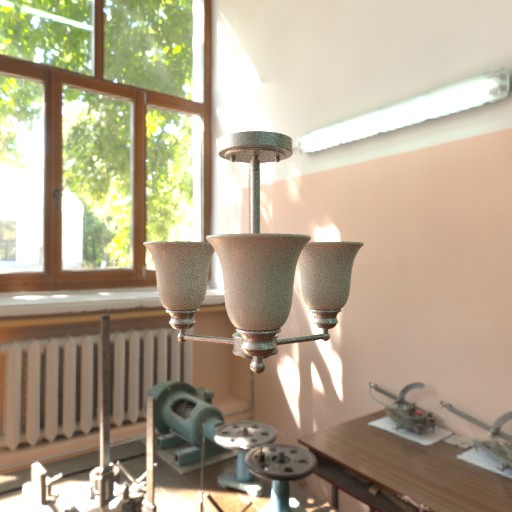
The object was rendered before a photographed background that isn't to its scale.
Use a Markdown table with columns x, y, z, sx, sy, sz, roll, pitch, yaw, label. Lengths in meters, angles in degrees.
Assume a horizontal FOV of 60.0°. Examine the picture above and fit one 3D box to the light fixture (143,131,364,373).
| x | y | z | sx | sy | sz | roll | pitch | yaw | label |
| --- | --- | --- | --- | --- | --- | --- | --- | --- | --- |
| 0.000 | 0.000 | 0.677 | 0.388 | 0.370 | 0.354 | 0 | 0 | -2 | light fixture |
